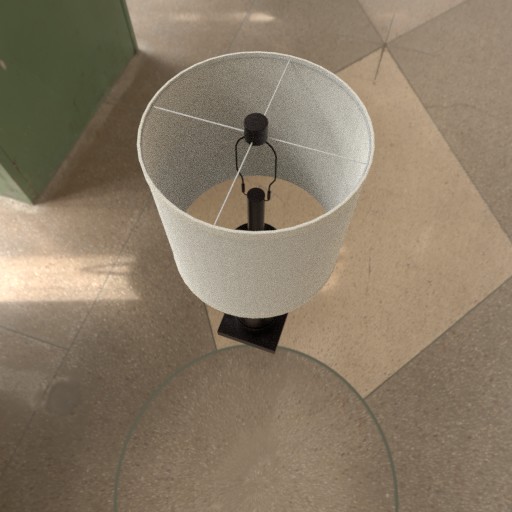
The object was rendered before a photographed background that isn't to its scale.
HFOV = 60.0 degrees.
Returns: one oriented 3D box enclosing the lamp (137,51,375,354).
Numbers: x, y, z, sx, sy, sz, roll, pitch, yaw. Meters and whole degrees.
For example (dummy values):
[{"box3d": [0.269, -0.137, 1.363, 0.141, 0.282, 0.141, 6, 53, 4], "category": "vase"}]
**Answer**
[{"box3d": [0.000, 0.000, 0.609, 0.211, 0.509, 0.211, 17, 64, 9], "category": "lamp"}]
